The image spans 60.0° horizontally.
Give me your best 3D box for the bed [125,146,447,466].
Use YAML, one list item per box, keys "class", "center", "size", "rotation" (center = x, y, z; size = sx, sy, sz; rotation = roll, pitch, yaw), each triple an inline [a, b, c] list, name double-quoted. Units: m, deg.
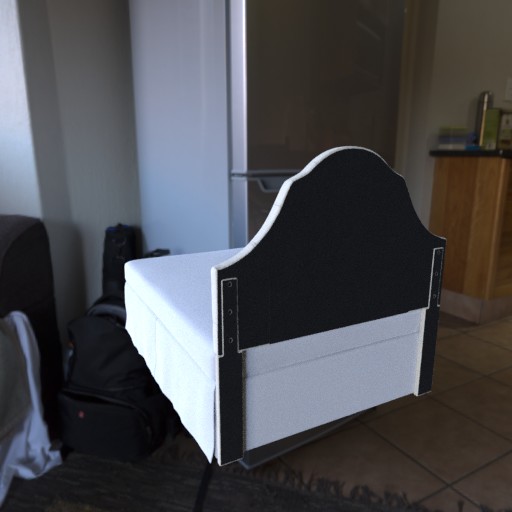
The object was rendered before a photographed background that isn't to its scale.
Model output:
- class: "bed"
  center: [0.000, 0.000, 3.299]
  size: [1.627, 1.575, 2.092]
  rotation: [-7, 15, -27]
